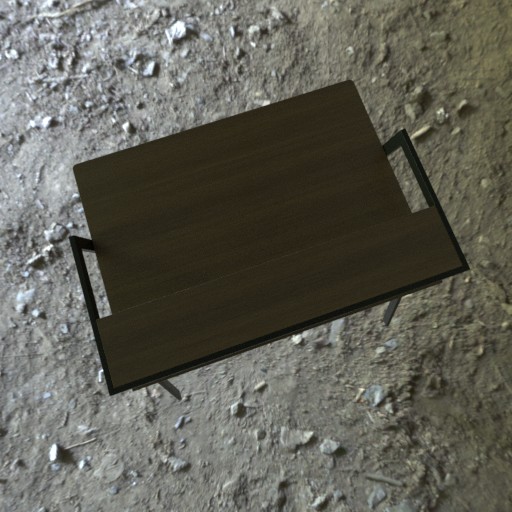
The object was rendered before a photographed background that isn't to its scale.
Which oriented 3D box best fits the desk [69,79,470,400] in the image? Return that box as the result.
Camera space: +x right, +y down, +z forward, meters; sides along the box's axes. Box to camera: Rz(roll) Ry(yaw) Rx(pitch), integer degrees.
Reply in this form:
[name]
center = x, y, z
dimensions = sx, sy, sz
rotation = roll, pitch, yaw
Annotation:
[desk]
center = 0.000, 0.000, 1.882
dimensions = 1.143, 0.998, 0.936
rotation = -19, 78, -4
